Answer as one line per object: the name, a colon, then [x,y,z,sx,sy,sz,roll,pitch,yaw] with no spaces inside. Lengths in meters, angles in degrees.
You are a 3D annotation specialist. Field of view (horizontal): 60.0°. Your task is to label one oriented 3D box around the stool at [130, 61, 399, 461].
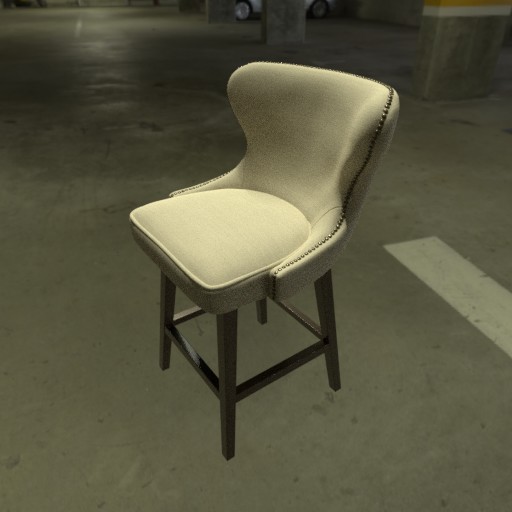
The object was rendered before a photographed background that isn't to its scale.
stool: [0.000,0.000,1.304,0.597,0.972,0.615,-21,37,-30]
